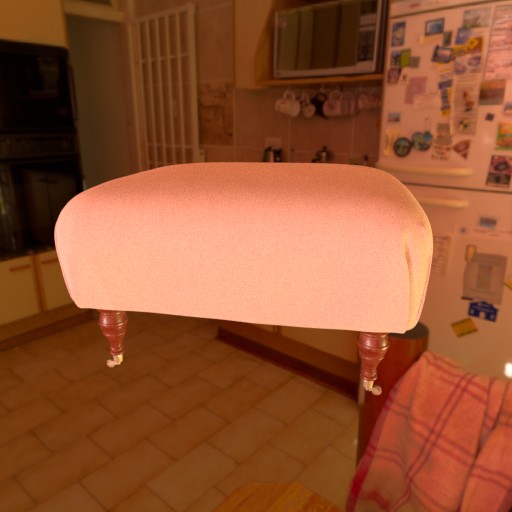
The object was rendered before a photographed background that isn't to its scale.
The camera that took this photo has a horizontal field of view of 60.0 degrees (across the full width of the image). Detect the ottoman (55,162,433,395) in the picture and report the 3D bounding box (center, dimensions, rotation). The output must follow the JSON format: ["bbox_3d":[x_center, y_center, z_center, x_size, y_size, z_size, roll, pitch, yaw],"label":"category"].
[{"bbox_3d":[0.000,0.000,1.116,0.746,0.450,0.622,3,18,10],"label":"ottoman"}]
